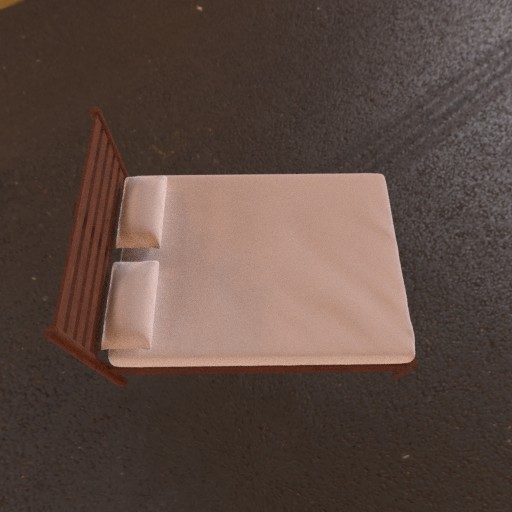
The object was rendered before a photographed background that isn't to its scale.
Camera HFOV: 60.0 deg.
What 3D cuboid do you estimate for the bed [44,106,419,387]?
[{"bbox_3d":[0.000,0.000,3.065,2.093,1.304,1.509,-1,64,0],"label":"bed"}]
